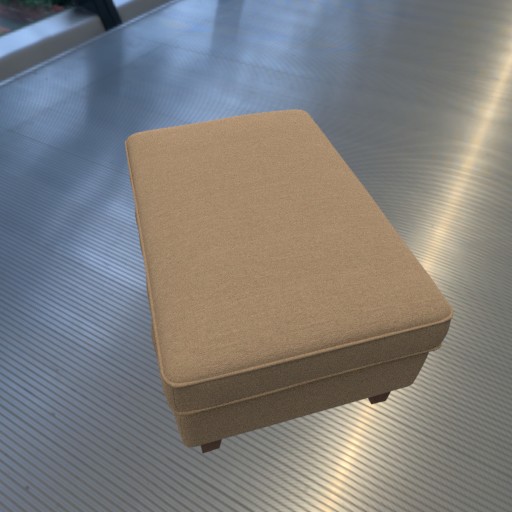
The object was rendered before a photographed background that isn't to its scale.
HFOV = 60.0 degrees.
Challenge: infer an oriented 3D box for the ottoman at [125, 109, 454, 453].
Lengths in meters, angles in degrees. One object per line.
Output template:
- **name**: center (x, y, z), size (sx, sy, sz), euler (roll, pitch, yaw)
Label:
- **ottoman**: center (0.000, 0.000, 1.311), size (0.636, 0.521, 0.945), euler (-12, 47, -11)
